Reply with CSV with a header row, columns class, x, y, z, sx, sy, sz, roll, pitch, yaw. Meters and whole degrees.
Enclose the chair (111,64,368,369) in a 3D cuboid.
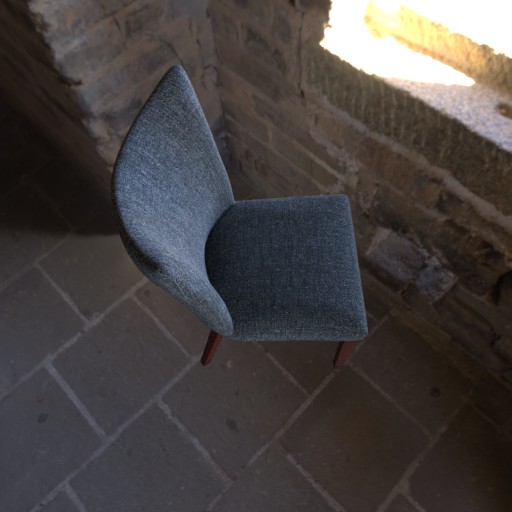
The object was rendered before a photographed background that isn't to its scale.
class,x,y,z,sx,sy,sz,roll,pitch,yaw
chair,0.000,0.000,1.303,0.623,0.924,0.535,-1,63,-1
